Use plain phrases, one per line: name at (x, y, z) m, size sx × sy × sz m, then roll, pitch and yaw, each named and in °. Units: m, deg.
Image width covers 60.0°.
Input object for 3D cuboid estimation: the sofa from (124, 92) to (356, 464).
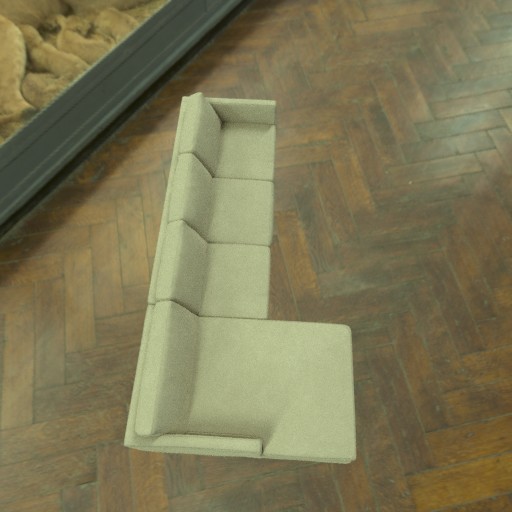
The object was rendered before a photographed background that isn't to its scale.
sofa at (0.000, 0.000, 3.859) m, size 1.625 × 0.846 × 3.186 m, roll 3°, pitch 64°, yaw 1°
